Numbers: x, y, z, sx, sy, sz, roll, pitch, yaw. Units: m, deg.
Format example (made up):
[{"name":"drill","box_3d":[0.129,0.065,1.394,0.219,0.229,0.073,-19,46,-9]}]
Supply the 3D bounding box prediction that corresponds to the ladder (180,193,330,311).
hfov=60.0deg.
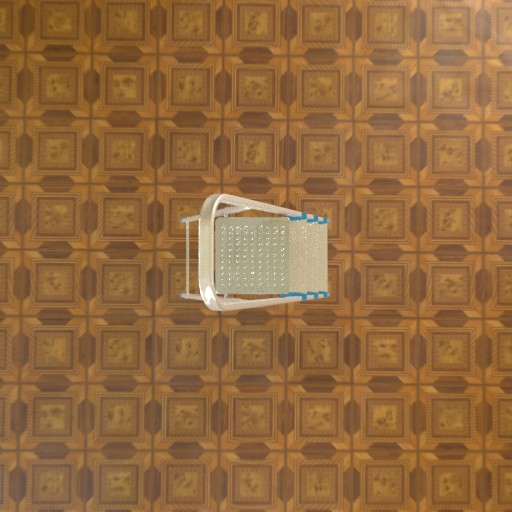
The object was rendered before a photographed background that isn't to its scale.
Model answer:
[{"name":"ladder","box_3d":[0.000,0.000,1.786,0.842,1.434,0.445,0,89,0]}]
